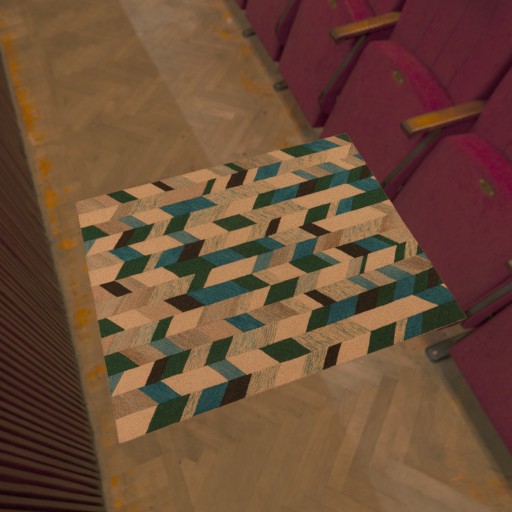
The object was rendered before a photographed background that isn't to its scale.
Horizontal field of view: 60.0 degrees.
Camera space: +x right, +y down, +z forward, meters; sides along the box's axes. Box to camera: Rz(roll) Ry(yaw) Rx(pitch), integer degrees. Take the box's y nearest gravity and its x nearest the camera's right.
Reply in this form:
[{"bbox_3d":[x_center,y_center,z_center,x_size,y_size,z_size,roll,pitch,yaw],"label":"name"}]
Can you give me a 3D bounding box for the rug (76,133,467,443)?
[{"bbox_3d":[0.000,0.000,4.179,3.036,0.008,2.440,-17,60,-10],"label":"rug"}]
